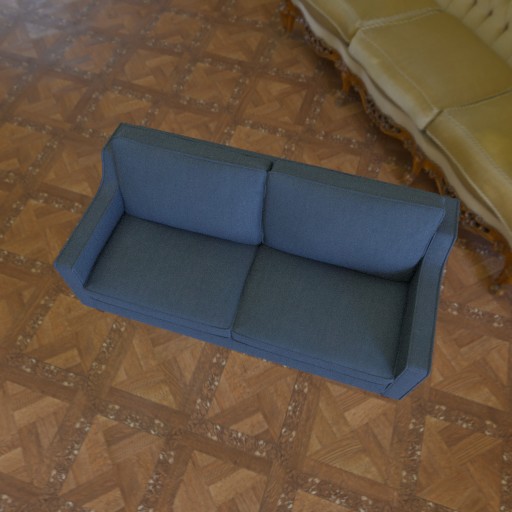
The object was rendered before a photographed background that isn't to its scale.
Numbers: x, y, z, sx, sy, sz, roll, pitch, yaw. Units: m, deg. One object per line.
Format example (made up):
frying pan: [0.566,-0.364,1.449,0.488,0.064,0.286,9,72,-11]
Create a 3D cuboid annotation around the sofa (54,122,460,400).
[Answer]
sofa: [0.000,0.000,2.807,2.178,1.071,1.066,15,61,9]
